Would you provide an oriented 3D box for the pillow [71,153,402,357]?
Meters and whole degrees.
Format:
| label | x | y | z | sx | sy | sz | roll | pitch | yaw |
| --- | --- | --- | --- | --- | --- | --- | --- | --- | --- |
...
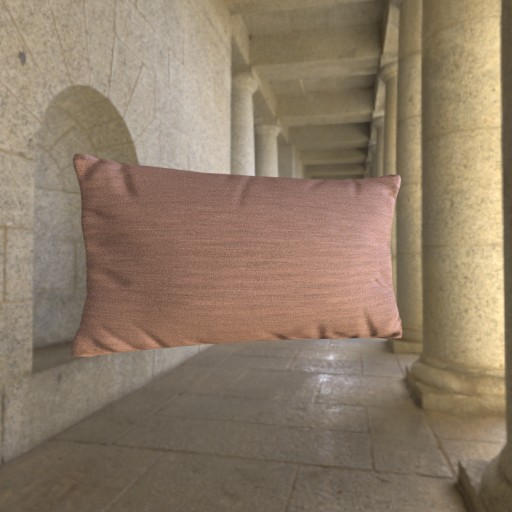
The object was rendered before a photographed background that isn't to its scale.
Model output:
| label | x | y | z | sx | sy | sz | roll | pitch | yaw |
| --- | --- | --- | --- | --- | --- | --- | --- | --- | --- |
| pillow | 0.000 | 0.000 | 0.817 | 0.633 | 0.338 | 0.210 | 0 | -1 | -17 |
